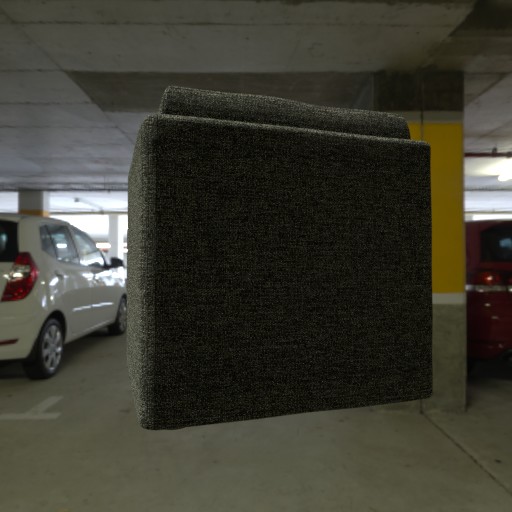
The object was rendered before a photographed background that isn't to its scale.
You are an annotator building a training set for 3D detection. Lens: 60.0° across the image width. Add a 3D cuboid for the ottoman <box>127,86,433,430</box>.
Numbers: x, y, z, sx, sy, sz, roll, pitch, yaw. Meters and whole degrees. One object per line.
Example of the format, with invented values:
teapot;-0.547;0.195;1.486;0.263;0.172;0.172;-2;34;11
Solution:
ottoman;0.000;0.000;0.824;0.450;0.463;0.450;0;-1;-18
